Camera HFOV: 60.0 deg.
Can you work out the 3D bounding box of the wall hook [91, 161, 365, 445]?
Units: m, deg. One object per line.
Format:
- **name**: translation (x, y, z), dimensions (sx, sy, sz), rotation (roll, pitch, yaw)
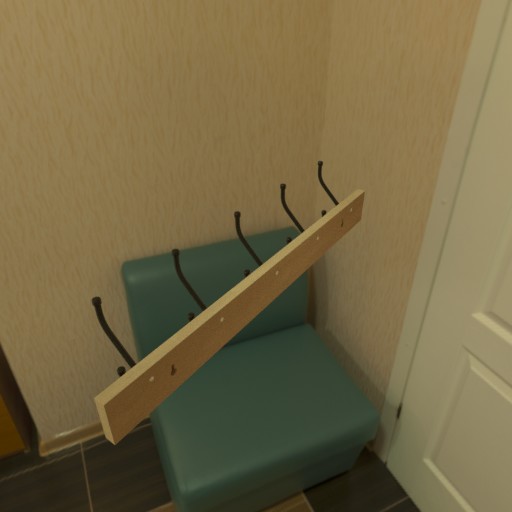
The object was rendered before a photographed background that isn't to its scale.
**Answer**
- **wall hook**: translation (0.000, 0.000, 0.615), dimensions (0.071, 0.117, 0.571), rotation (21, 38, 29)
